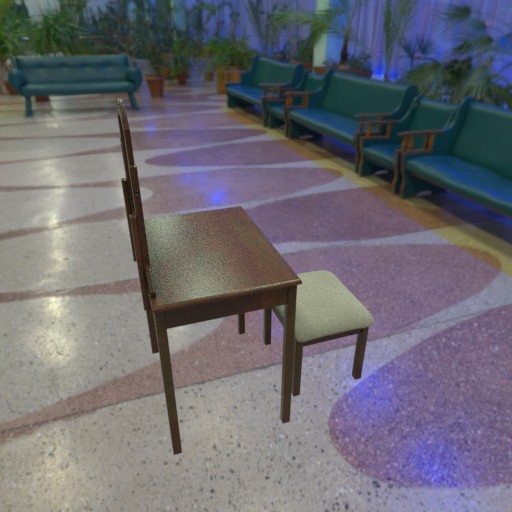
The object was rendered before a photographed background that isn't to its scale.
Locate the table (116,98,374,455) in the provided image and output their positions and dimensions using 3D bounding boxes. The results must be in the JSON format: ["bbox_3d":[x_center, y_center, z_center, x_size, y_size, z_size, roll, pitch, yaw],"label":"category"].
[{"bbox_3d":[0.000,0.000,2.313,1.211,1.631,0.876,-10,31,-17],"label":"table"}]
